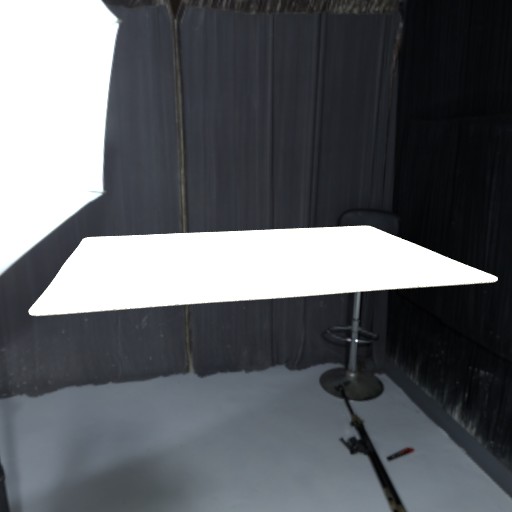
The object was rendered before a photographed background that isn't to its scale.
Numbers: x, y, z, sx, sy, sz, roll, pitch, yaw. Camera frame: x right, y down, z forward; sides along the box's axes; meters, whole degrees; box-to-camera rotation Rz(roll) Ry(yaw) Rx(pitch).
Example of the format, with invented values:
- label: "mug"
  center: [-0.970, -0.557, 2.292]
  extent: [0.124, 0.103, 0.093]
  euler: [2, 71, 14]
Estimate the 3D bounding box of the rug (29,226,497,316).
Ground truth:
- label: "rug"
  center: [0.000, 0.000, 3.313]
  extent: [2.698, 0.025, 1.798]
  euler: [-3, 15, -12]
